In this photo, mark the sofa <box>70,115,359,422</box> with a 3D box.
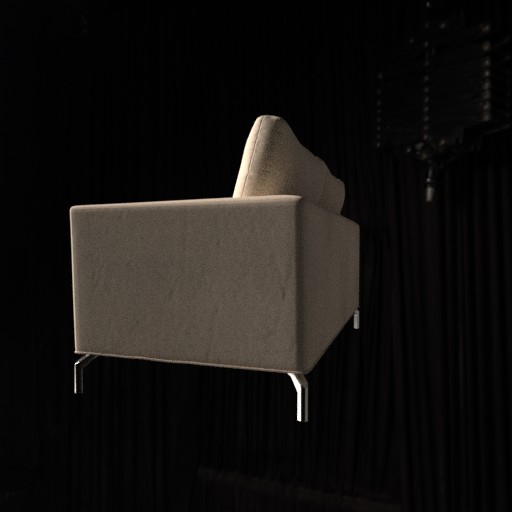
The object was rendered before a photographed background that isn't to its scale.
[{"bbox_3d":[0.000,0.000,2.313,0.906,0.995,1.739,0,1,18],"label":"sofa"}]
